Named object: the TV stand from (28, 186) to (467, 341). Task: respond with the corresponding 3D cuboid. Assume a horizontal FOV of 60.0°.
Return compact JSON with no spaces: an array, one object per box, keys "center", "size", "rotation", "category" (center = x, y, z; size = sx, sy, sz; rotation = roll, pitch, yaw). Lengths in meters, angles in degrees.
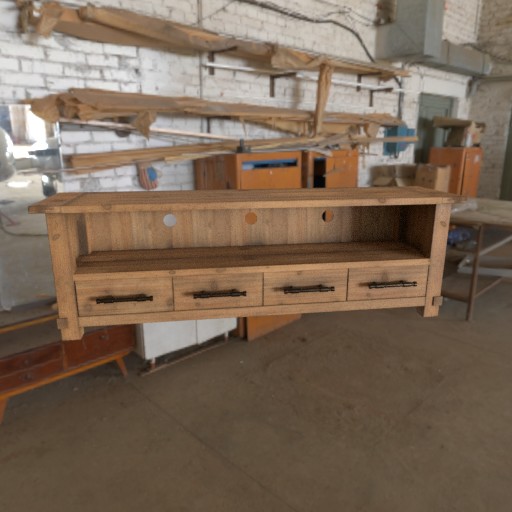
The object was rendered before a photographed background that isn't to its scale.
[{"center":[0.000,0.000,2.072],"size":[1.804,0.573,0.453],"rotation":[-2,15,-9],"category":"TV stand"}]
